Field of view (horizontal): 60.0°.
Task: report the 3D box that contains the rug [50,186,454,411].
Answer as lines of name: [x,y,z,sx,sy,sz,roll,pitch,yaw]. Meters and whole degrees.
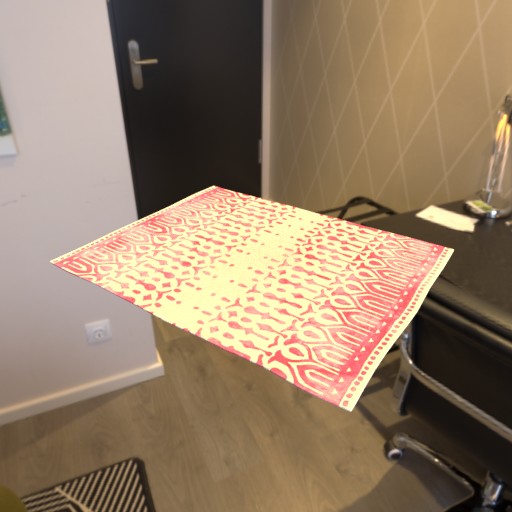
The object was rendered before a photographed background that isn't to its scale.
rug: [0.000,0.000,4.263,3.095,0.016,2.441,19,35,30]
